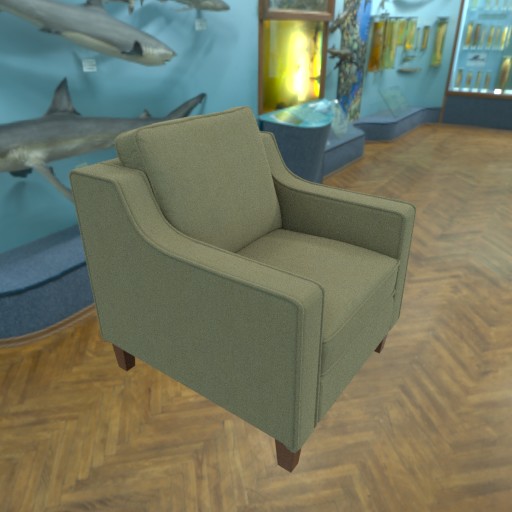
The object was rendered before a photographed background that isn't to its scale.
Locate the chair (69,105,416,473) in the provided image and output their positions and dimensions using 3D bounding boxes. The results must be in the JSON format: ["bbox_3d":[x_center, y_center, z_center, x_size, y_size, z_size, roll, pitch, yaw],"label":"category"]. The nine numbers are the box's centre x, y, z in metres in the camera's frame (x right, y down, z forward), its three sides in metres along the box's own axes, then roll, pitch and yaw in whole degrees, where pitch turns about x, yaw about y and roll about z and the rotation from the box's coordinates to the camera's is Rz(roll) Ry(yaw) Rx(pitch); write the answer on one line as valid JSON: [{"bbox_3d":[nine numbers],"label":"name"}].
[{"bbox_3d":[0.000,0.000,1.642,0.909,0.960,0.831,18,32,32],"label":"chair"}]
